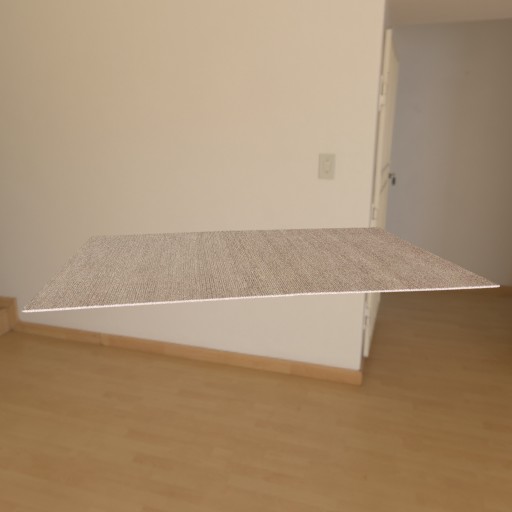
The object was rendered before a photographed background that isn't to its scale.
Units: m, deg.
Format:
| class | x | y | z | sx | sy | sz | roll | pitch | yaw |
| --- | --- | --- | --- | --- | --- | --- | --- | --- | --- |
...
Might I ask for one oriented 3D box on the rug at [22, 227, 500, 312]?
| class | x | y | z | sx | sy | sz | roll | pitch | yaw |
| --- | --- | --- | --- | --- | --- | --- | --- | --- | --- |
| rug | 0.000 | 0.000 | 2.183 | 1.792 | 0.021 | 1.154 | -2 | 16 | -8 |
